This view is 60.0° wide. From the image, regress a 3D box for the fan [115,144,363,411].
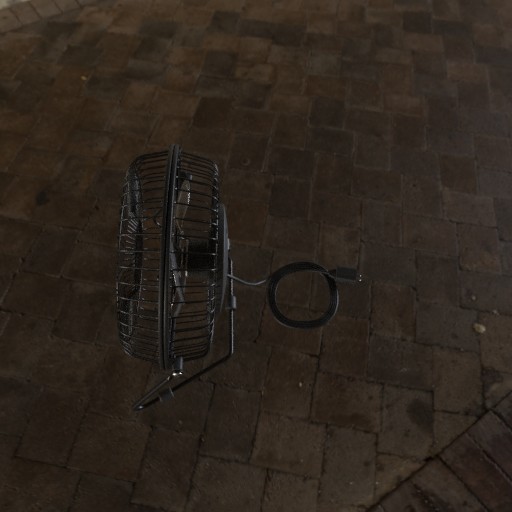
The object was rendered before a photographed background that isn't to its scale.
[{"bbox_3d":[0.000,0.000,0.374,0.227,0.188,0.209,-2,58,-1],"label":"fan"}]
